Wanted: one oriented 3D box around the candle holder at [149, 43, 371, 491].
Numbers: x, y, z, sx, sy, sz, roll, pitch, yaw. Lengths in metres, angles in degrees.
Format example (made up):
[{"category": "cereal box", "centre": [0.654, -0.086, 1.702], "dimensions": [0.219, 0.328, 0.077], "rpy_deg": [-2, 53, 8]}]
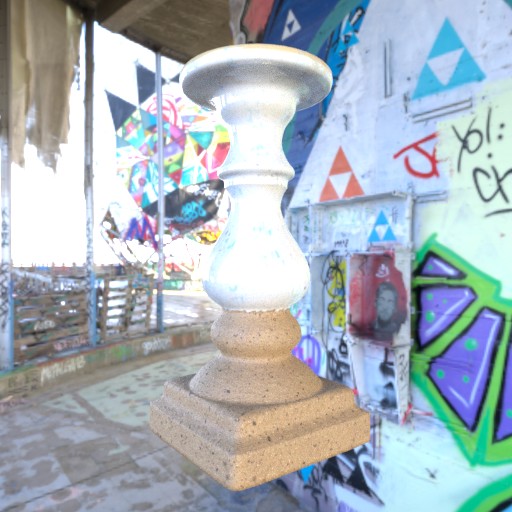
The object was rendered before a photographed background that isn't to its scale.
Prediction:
[{"category": "candle holder", "centre": [0.000, 0.000, 0.298], "dimensions": [0.110, 0.239, 0.110], "rpy_deg": [0, 0, -37]}]
